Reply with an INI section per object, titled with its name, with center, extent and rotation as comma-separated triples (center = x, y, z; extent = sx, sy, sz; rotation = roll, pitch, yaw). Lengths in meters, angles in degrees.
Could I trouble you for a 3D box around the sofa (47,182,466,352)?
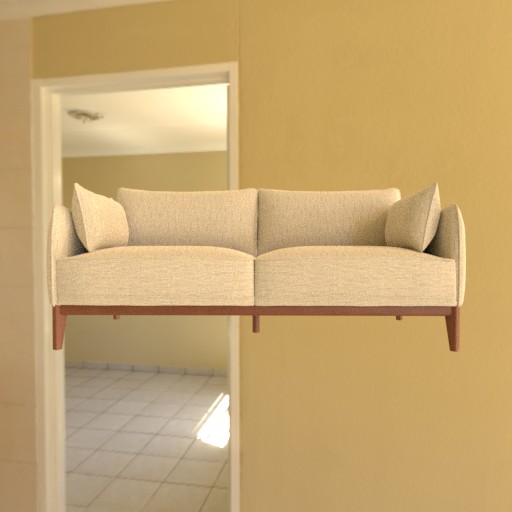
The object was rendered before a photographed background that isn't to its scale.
[sofa]
center = 0.000, 0.000, 2.480
extent = 1.989, 0.860, 0.991
rotation = 0, 2, 1
